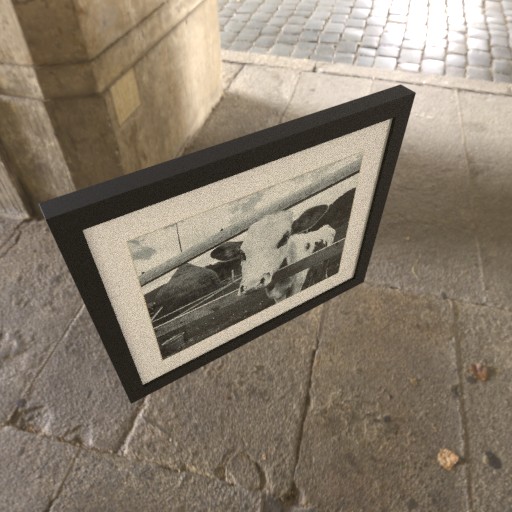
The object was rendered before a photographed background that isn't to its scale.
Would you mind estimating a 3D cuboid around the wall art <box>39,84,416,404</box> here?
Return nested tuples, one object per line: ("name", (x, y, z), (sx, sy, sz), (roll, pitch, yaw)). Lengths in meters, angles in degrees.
("wall art", (0.000, 0.000, 0.549), (0.404, 0.329, 0.024), (-24, 51, -21))
